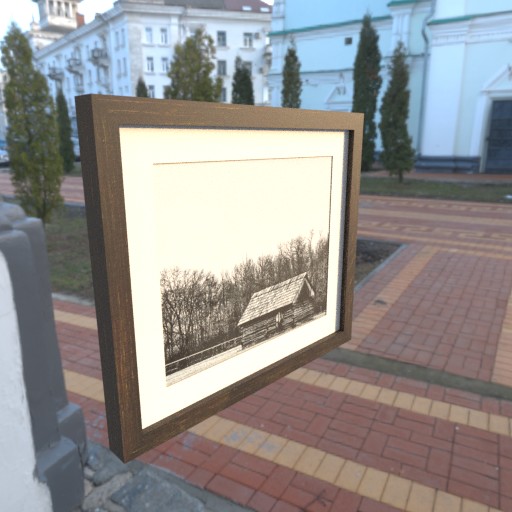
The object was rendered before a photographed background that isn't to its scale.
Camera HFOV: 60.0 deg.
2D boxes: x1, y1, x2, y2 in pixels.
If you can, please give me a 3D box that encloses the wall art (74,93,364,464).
[{"bbox_3d":[0.000,0.000,0.517,0.381,0.330,0.031,-14,20,-43],"label":"wall art"}]
